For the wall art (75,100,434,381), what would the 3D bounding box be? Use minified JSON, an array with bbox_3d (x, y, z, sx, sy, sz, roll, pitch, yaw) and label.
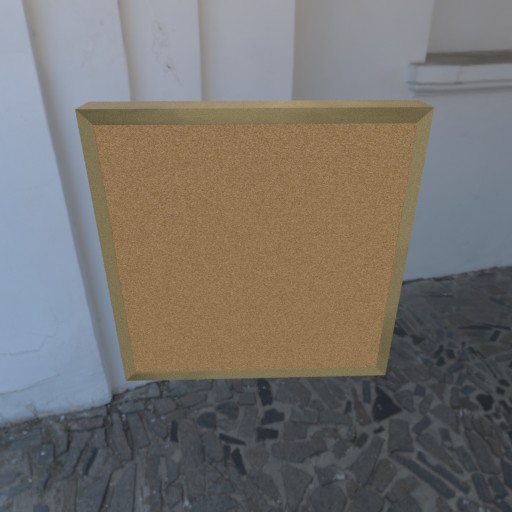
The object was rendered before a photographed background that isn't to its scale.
[{"bbox_3d":[0.000,0.000,0.464,0.304,0.305,0.038,-1,28,-2],"label":"wall art"}]
